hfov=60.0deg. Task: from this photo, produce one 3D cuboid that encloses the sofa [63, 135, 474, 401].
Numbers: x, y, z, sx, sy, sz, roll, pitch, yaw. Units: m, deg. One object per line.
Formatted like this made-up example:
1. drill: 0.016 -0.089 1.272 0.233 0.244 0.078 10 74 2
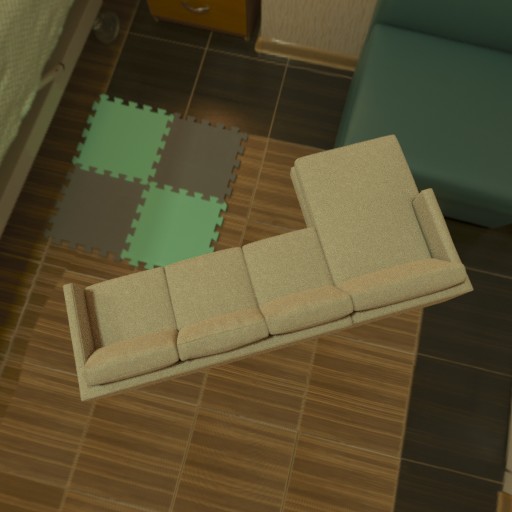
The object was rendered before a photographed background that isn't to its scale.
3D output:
1. sofa: 0.000 0.000 3.872 3.186 0.846 1.625 -15 76 -4
